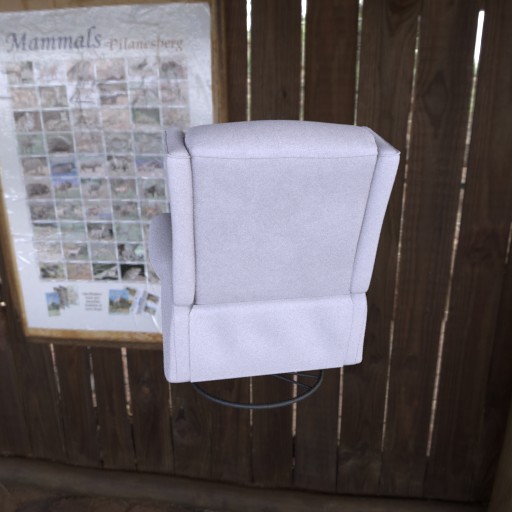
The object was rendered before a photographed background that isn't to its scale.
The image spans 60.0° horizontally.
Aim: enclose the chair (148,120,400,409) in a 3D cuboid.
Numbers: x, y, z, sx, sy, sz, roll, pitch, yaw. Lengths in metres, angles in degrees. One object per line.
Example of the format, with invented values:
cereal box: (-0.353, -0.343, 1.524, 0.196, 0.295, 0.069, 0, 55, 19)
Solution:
chair: (0.000, 0.000, 1.770, 0.847, 1.011, 0.969, -3, 15, -11)
